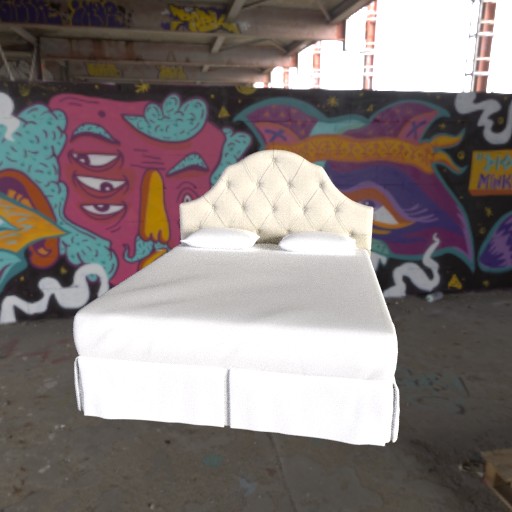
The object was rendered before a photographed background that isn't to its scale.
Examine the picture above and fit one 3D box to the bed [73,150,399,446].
[{"bbox_3d":[0.000,0.000,3.491,2.008,1.615,2.214,2,14,9],"label":"bed"}]
